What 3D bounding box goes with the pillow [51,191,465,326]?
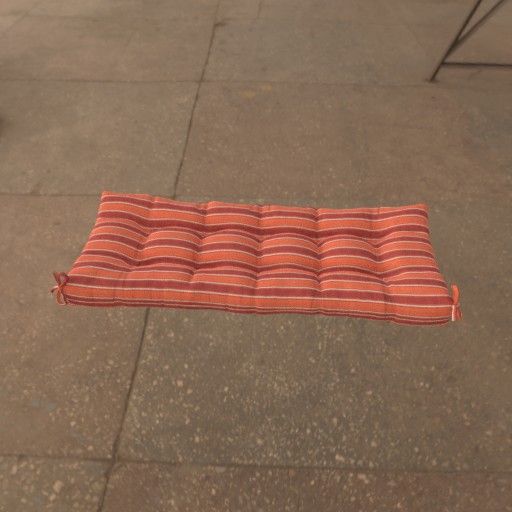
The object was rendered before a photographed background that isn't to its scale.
[{"bbox_3d":[0.000,0.000,1.379,1.194,0.174,0.511,3,46,3],"label":"pillow"}]
